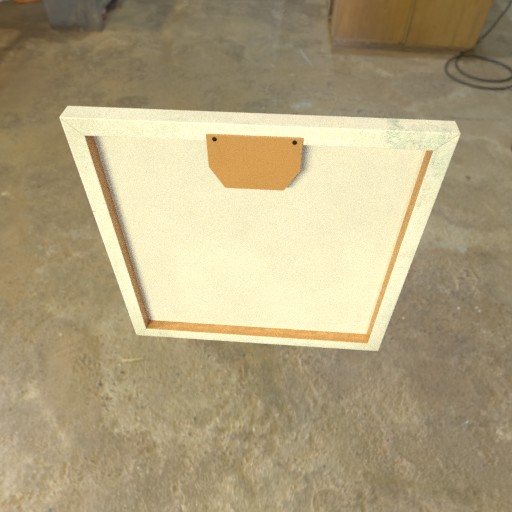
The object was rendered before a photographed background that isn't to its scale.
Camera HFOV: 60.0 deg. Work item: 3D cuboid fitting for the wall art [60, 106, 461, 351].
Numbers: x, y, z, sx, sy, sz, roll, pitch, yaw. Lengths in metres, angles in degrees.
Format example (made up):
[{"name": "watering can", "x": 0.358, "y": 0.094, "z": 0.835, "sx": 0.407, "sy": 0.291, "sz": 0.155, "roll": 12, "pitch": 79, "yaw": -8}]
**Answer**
[{"name": "wall art", "x": 0.000, "y": 0.000, "z": 0.896, "sx": 0.605, "sy": 0.605, "sz": 0.044, "roll": 3, "pitch": 47, "yaw": 3}]
